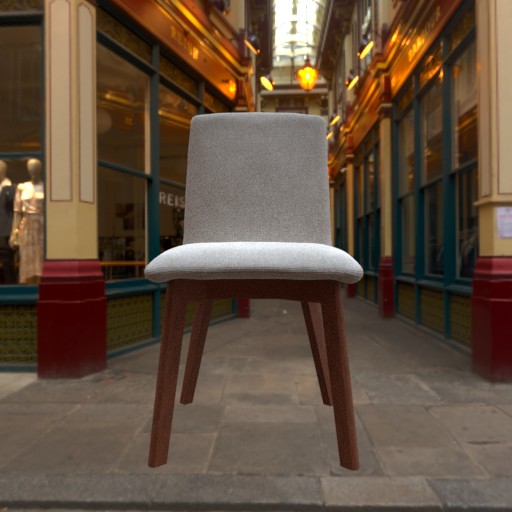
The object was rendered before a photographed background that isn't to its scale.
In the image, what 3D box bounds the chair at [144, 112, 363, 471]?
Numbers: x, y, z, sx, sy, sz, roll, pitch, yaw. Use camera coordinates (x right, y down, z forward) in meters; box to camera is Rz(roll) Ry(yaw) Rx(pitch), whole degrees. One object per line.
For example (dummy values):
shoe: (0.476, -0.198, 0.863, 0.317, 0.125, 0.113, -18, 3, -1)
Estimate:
chair: (0.000, 0.000, 1.278, 0.522, 0.974, 0.563, 0, 0, 2)
